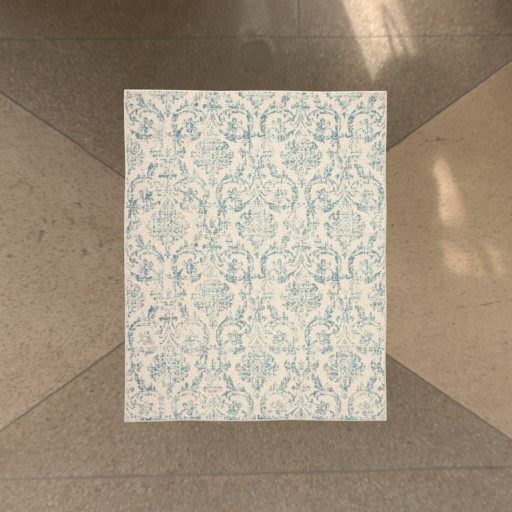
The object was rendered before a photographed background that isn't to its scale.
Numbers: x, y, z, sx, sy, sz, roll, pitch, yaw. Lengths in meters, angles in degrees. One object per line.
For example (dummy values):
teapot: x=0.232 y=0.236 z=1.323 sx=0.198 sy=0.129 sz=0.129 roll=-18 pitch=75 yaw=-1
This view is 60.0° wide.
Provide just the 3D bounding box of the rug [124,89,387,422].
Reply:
rug: x=0.000 y=0.000 z=3.990 sx=2.363 sy=0.012 sz=2.980 roll=0 pitch=90 yaw=-1
